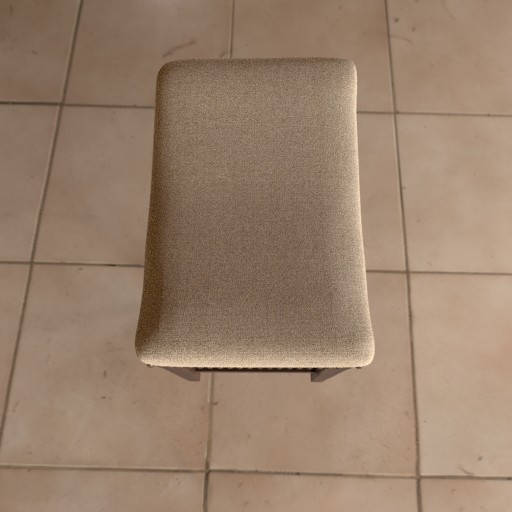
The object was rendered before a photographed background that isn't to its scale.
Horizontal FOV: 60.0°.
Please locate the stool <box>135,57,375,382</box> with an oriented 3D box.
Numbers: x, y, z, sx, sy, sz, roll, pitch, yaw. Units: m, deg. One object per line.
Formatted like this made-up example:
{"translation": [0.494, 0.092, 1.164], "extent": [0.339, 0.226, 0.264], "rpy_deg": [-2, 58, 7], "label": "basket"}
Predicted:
{"translation": [0.000, 0.000, 0.957], "extent": [0.363, 0.669, 0.509], "rpy_deg": [0, 73, 0], "label": "stool"}
